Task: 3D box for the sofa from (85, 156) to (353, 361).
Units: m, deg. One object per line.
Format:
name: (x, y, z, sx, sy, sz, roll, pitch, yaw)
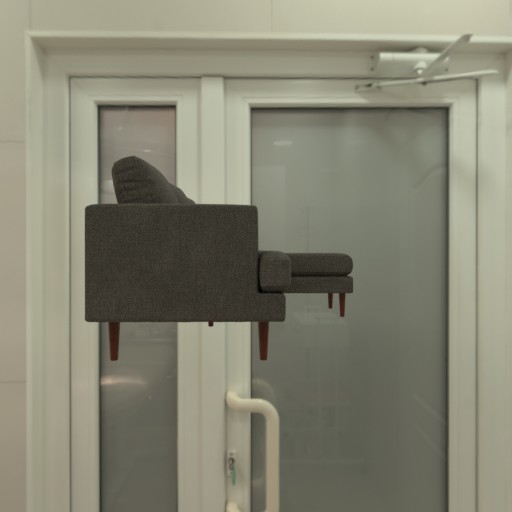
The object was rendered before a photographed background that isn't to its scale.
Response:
sofa: (0.000, 0.000, 3.018, 1.504, 0.956, 2.233, 0, 0, -1)
